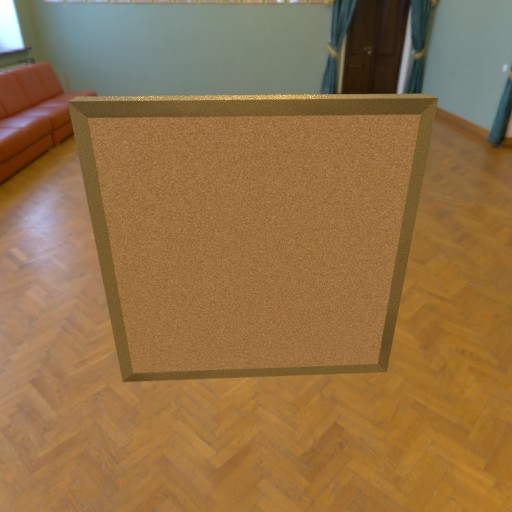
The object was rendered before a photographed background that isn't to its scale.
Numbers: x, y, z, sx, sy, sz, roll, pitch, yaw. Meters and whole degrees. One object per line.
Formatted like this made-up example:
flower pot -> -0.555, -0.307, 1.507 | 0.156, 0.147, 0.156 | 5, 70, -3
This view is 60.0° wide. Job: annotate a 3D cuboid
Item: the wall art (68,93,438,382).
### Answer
wall art -> 0.000, 0.000, 0.745 | 0.507, 0.508, 0.038 | -1, 29, -3
